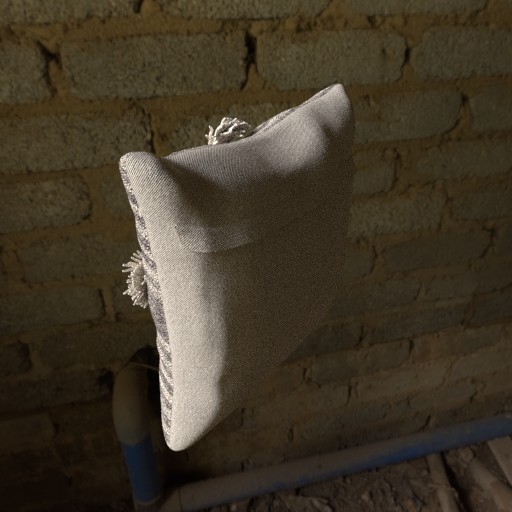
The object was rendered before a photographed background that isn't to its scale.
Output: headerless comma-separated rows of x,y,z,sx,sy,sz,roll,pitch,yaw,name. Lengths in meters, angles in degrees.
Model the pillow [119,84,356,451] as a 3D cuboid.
0.000,0.000,0.753,0.234,0.490,0.484,21,37,31,pillow
